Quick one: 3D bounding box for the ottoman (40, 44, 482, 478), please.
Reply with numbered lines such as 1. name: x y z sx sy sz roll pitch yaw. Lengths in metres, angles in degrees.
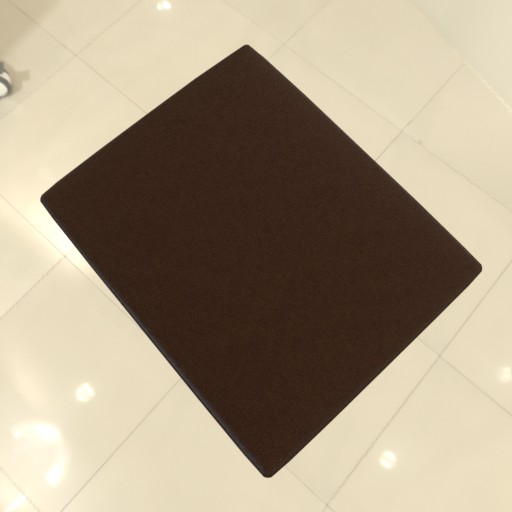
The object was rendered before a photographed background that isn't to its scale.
1. ottoman: 0.000 0.000 1.759 0.967 0.730 1.187 -40 78 -10
